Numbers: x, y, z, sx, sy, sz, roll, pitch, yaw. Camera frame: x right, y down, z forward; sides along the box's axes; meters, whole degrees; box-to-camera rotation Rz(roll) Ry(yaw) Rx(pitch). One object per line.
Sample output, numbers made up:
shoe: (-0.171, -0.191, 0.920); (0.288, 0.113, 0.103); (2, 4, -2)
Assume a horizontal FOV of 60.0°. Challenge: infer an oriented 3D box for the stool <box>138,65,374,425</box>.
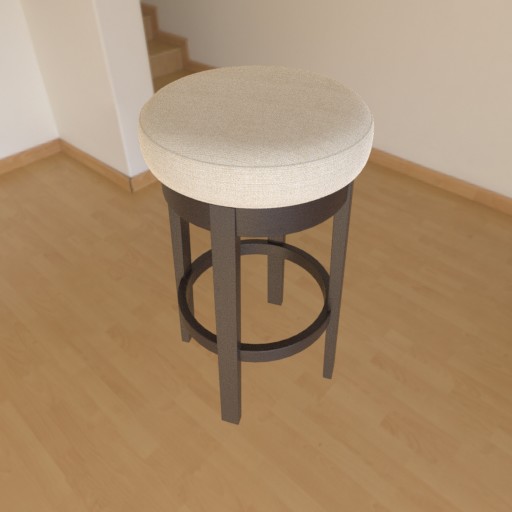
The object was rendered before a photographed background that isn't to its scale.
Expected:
stool: (0.000, 0.000, 1.035); (0.446, 0.758, 0.446); (0, 41, 0)
